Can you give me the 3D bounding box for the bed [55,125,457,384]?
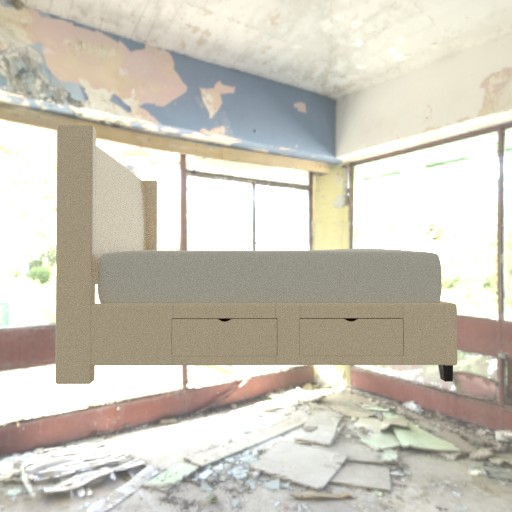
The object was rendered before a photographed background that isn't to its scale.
[{"bbox_3d":[0.000,0.000,3.391,2.280,1.471,1.765,0,-1,-1],"label":"bed"}]
